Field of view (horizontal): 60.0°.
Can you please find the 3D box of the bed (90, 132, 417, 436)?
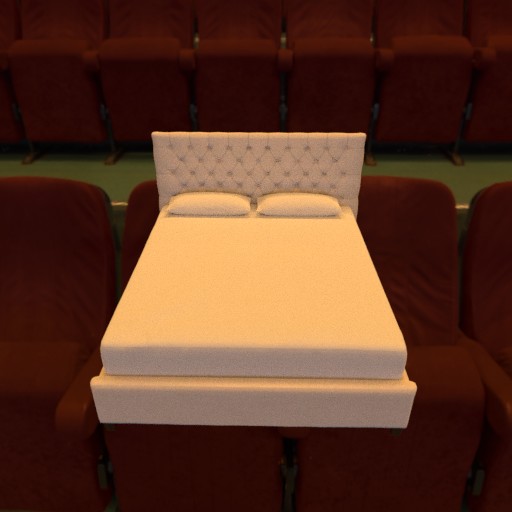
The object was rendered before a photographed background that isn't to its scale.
[{"bbox_3d":[0.000,0.000,3.649,2.078,1.427,2.387,1,30,1],"label":"bed"}]
